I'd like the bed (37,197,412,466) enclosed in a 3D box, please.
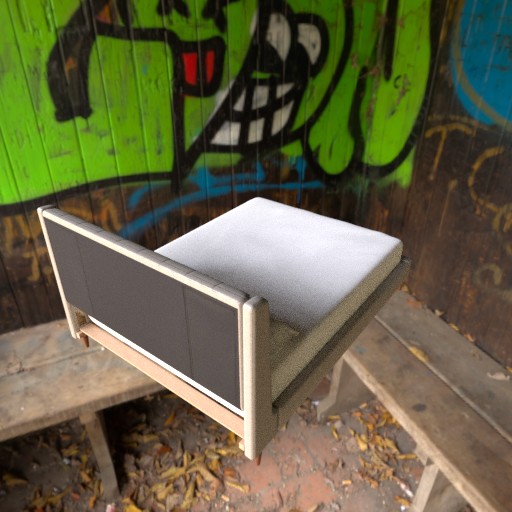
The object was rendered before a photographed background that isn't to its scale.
[{"bbox_3d":[0.000,0.000,3.295,1.656,1.147,2.232,21,37,31],"label":"bed"}]
